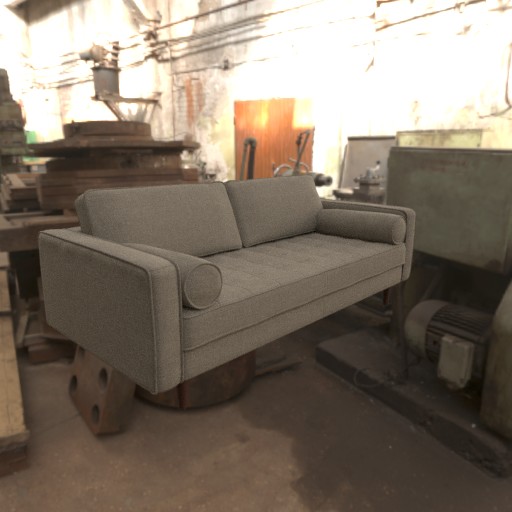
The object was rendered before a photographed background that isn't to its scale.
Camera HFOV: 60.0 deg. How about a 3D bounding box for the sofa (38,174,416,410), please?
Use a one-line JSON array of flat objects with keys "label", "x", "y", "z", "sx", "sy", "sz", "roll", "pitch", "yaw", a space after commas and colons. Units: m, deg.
[{"label": "sofa", "x": 0.000, "y": 0.000, "z": 2.323, "sx": 0.914, "sy": 0.762, "sz": 1.879, "roll": 13, "pitch": 19, "yaw": 42}]
